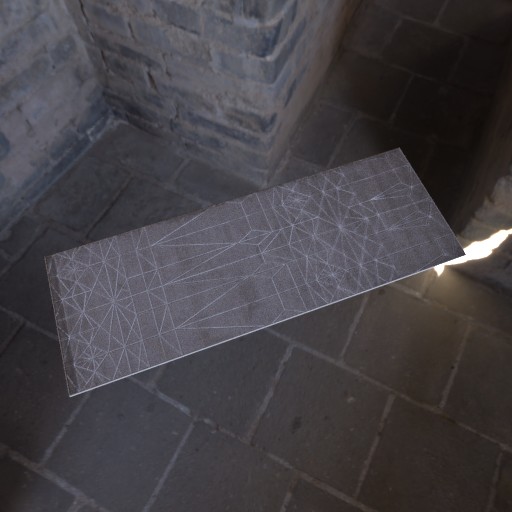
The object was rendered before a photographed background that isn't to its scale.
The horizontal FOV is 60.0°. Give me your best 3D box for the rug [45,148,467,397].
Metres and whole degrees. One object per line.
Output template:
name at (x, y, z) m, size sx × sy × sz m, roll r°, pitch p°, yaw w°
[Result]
rug at (0.000, 0.000, 2.664) m, size 2.388 × 0.012 × 0.864 m, roll -18°, pitch 66°, yaw -8°
